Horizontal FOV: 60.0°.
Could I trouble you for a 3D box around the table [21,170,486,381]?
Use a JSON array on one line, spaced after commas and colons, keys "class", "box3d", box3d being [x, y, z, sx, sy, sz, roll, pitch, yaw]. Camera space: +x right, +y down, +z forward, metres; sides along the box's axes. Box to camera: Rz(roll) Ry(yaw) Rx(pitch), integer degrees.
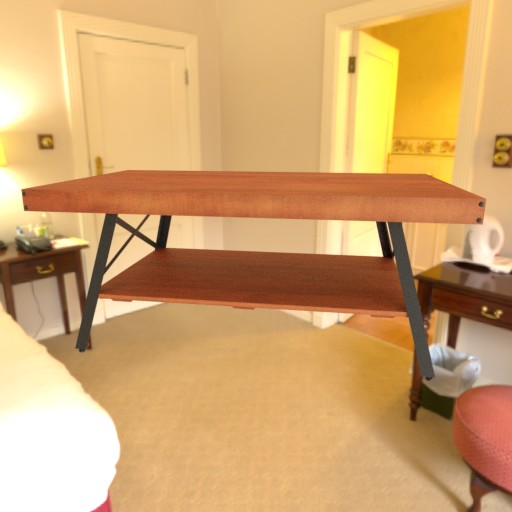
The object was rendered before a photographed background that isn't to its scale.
[{"class": "table", "box3d": [0.000, 0.000, 1.352, 1.067, 0.457, 0.610, 2, 16, 9]}]
